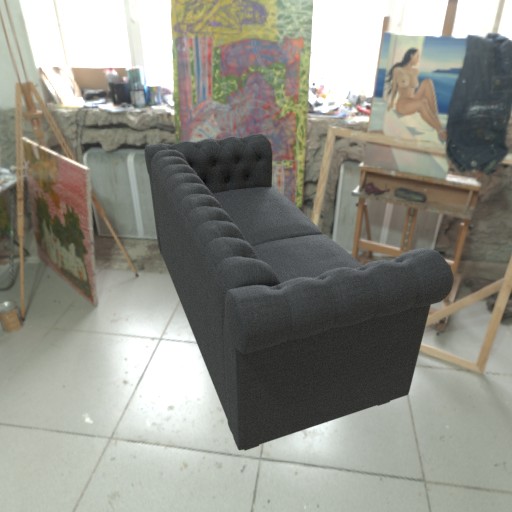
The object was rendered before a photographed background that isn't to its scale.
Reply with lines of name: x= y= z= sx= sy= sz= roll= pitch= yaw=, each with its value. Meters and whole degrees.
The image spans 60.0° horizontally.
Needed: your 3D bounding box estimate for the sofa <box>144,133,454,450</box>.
sofa: x=0.000 y=0.000 z=2.252 sx=0.783 sy=0.797 sz=1.798 roll=-11 pitch=32 yaw=-18
